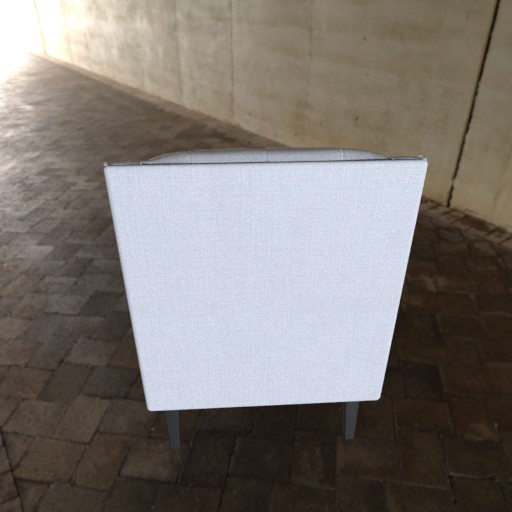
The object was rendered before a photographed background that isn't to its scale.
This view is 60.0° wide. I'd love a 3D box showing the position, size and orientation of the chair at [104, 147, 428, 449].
[{"bbox_3d":[0.000,0.000,1.395,0.658,0.891,0.772,-2,31,-3],"label":"chair"}]
